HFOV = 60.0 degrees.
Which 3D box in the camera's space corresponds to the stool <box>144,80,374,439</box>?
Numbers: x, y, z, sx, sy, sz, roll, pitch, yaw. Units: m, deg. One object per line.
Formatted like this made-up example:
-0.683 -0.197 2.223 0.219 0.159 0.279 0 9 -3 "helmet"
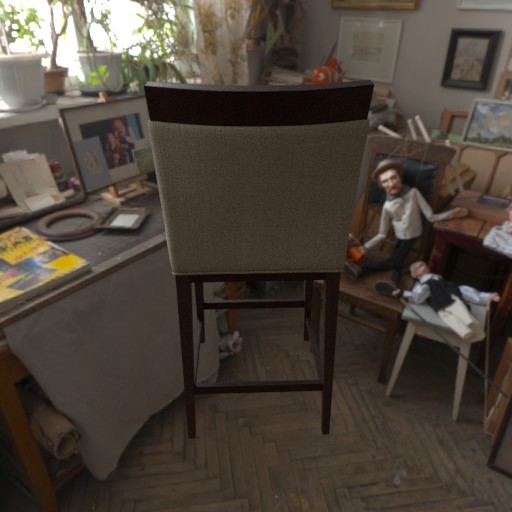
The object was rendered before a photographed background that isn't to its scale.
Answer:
0.000 0.000 1.291 0.463 1.011 0.480 -1 30 -2 "stool"
